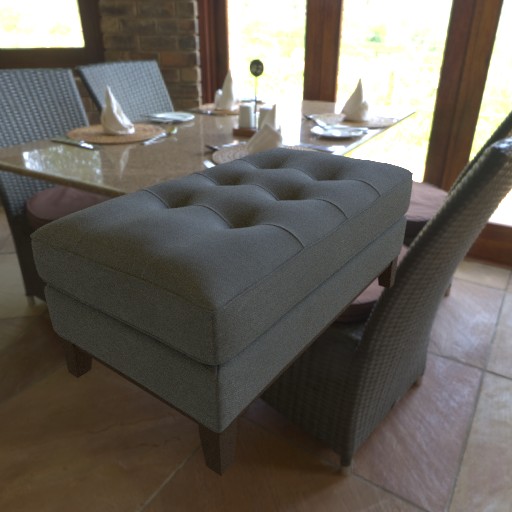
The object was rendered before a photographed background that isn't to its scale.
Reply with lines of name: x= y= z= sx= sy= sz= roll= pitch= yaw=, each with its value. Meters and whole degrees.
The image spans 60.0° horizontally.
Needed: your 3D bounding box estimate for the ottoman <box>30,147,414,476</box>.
ottoman: x=0.000 y=0.000 z=1.456 sx=0.648 sy=0.514 sz=1.143 roll=18 pitch=32 yaw=32
